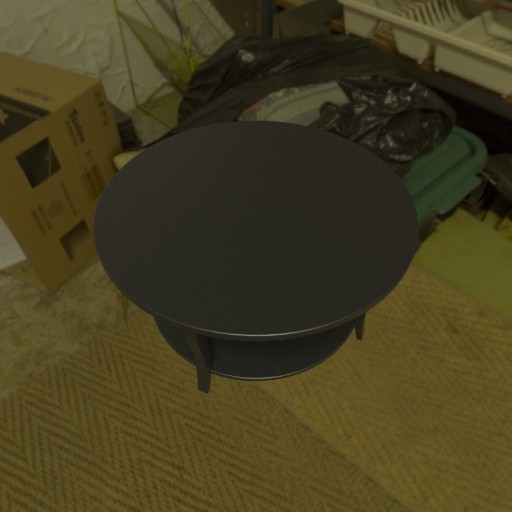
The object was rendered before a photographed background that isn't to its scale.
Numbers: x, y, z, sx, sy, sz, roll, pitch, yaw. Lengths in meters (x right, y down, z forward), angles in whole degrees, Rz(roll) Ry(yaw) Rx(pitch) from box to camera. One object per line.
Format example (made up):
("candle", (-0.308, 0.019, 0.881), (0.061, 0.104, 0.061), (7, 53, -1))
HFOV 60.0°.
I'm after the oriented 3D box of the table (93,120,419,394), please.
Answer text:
("table", (0.000, 0.000, 1.447), (0.914, 0.457, 0.914), (0, 47, 0))
